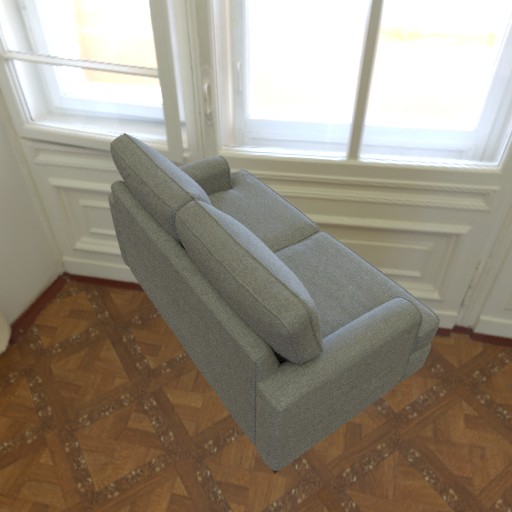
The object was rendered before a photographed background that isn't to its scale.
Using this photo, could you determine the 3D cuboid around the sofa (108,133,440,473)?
[{"bbox_3d":[0.000,0.000,2.265,0.965,0.965,1.651,-24,46,-25],"label":"sofa"}]
